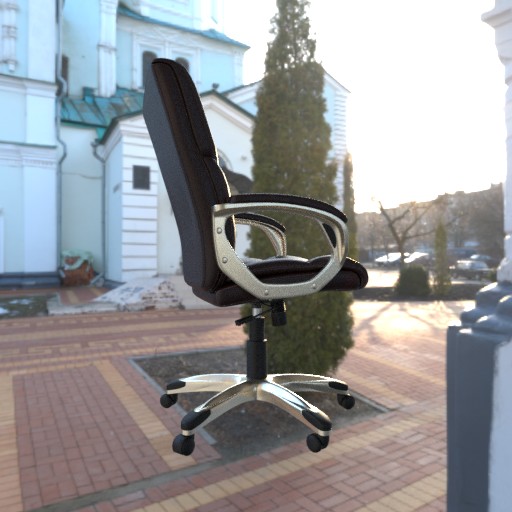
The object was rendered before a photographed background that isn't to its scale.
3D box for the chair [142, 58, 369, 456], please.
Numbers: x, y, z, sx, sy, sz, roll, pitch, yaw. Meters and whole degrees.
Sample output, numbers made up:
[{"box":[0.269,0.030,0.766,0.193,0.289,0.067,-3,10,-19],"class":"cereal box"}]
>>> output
[{"box":[0.000,0.000,1.516,0.739,1.107,0.662,0,0,-17],"class":"chair"}]
